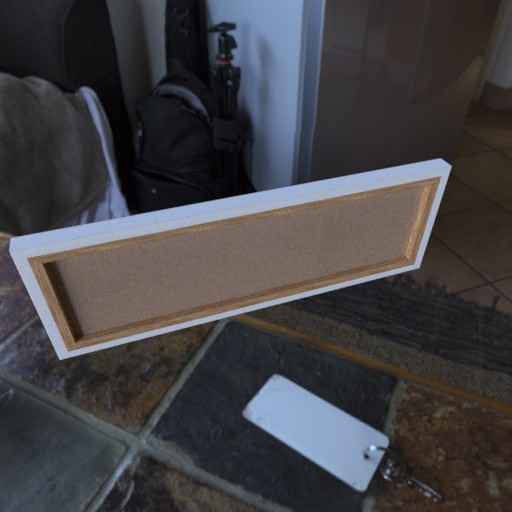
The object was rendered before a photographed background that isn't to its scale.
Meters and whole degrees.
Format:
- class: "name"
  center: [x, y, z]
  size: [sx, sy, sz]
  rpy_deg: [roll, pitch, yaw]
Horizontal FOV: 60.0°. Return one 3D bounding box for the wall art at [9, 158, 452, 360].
- class: "wall art"
  center: [0.000, 0.000, 0.831]
  size: [0.766, 0.256, 0.036]
  rpy_deg: [-13, 42, -15]
